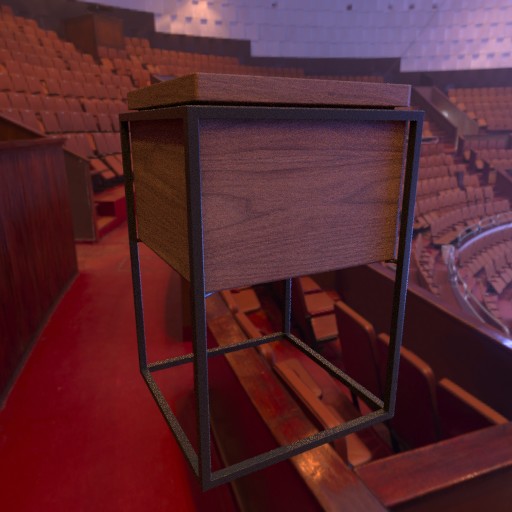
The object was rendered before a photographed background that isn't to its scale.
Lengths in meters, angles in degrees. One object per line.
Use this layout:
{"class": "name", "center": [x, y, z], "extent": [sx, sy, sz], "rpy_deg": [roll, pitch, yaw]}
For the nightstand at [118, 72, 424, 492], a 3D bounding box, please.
{"class": "nightstand", "center": [0.000, 0.000, 0.857], "extent": [0.397, 0.607, 0.397], "rpy_deg": [-8, 18, -27]}
